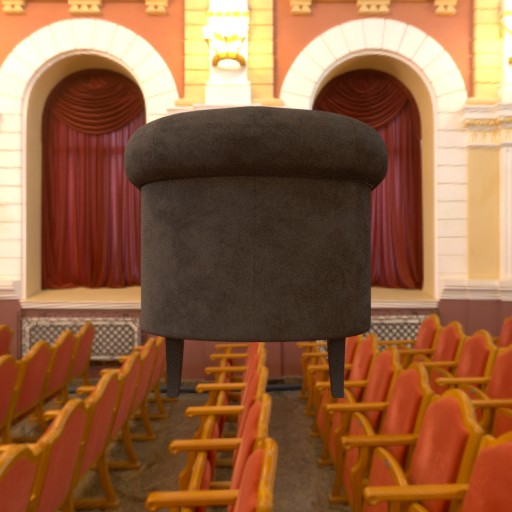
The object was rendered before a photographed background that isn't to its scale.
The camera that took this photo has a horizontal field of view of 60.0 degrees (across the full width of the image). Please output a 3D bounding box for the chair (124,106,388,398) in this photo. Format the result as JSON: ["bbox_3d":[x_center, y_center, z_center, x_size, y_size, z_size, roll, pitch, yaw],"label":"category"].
[{"bbox_3d":[0.000,0.000,1.569,0.904,0.826,0.851,0,0,1],"label":"chair"}]
